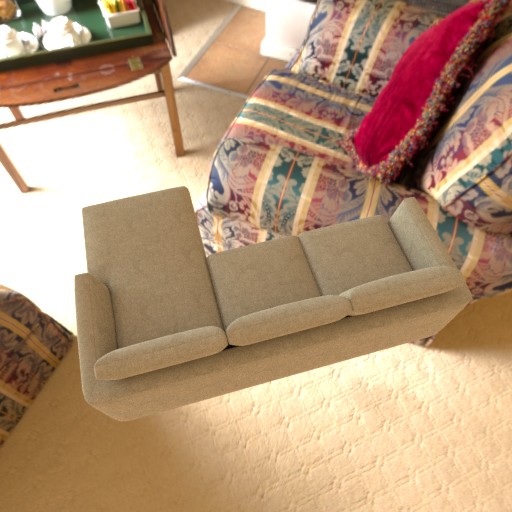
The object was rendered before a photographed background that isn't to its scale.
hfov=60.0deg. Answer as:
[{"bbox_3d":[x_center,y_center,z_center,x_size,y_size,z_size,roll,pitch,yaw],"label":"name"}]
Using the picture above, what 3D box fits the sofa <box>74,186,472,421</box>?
[{"bbox_3d":[0.000,0.000,3.177,2.438,0.864,1.626,-13,59,-8],"label":"sofa"}]
